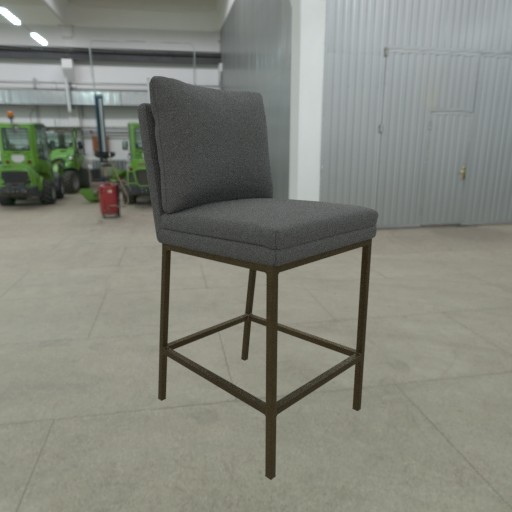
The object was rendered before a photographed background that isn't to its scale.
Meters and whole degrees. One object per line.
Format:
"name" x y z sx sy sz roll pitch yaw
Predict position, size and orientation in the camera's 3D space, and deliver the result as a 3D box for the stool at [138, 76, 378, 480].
"stool" 0.000 0.000 1.363 0.569 1.030 0.463 13 20 42
